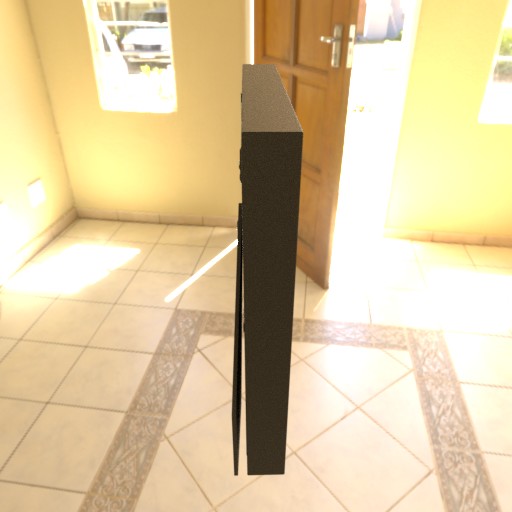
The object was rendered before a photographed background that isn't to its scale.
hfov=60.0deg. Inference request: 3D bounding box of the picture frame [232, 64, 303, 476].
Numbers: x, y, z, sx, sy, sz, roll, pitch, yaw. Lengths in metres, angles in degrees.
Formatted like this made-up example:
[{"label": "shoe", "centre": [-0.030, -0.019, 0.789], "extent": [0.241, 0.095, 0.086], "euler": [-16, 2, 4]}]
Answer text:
[{"label": "picture frame", "centre": [0.000, 0.000, 0.393], "extent": [0.042, 0.284, 0.232], "euler": [-1, 31, -1]}]
